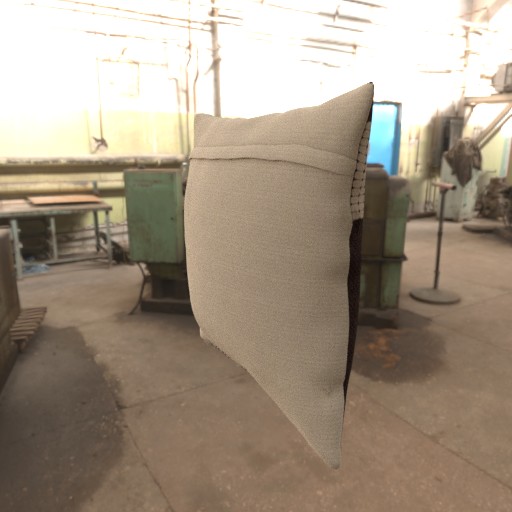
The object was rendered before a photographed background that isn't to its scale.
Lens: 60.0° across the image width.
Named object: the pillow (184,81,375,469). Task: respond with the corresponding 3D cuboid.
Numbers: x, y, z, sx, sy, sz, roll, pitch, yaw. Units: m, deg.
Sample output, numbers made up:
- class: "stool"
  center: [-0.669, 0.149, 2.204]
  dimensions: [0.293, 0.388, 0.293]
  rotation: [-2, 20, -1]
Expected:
- class: "pillow"
  center: [0.000, 0.000, 0.711]
  dimensions: [0.178, 0.473, 0.475]
  rotation: [-8, 16, -28]
